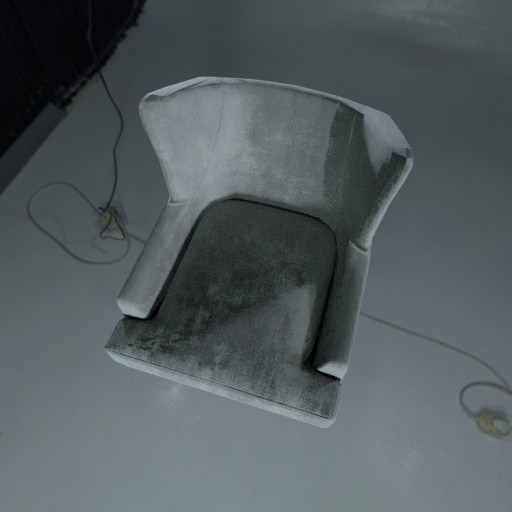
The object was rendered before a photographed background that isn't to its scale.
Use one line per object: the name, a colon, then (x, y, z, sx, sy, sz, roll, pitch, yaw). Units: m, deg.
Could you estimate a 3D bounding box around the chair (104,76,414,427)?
chair: (0.000, 0.000, 1.547, 0.784, 0.950, 0.906, 15, 60, 9)
